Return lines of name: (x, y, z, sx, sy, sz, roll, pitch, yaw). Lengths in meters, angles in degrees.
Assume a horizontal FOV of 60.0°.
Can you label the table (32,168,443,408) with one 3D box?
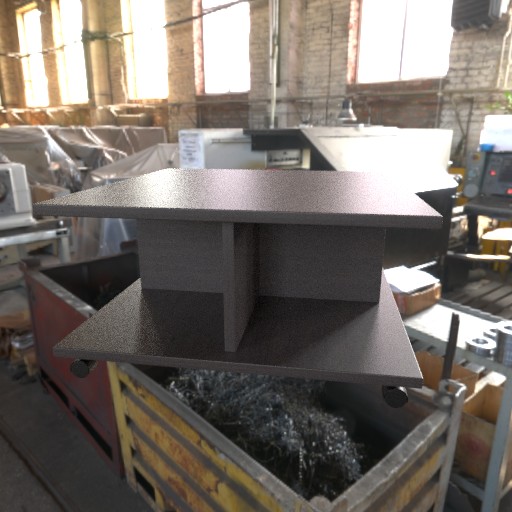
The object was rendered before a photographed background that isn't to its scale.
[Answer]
table: (0.000, 0.000, 1.220, 0.762, 0.396, 0.762, 3, 17, 9)
